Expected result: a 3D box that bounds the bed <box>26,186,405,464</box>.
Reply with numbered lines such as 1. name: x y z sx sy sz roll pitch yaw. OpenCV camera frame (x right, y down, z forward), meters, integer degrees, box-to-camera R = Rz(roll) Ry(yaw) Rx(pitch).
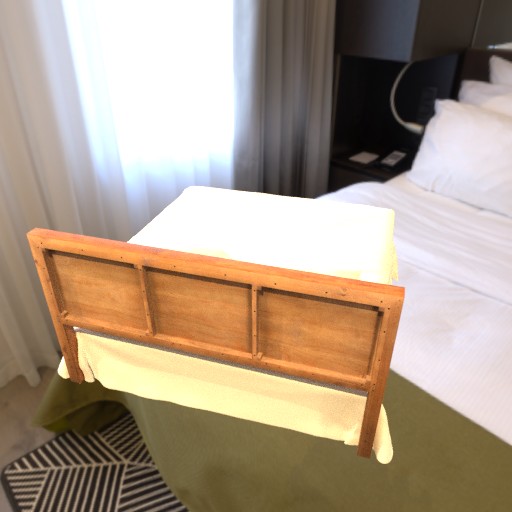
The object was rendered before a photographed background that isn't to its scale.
1. bed: 0.000 0.000 3.366 2.255 1.158 2.165 9 32 14
